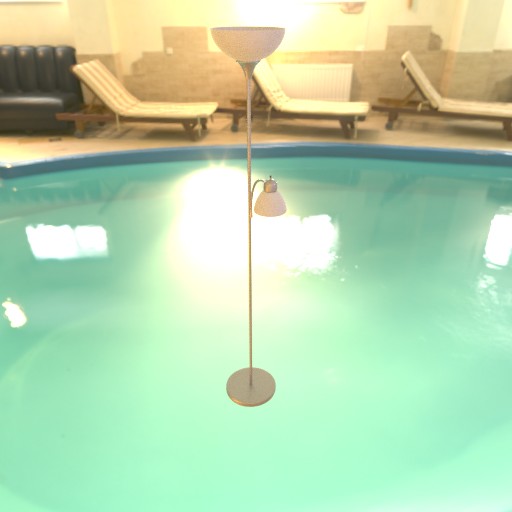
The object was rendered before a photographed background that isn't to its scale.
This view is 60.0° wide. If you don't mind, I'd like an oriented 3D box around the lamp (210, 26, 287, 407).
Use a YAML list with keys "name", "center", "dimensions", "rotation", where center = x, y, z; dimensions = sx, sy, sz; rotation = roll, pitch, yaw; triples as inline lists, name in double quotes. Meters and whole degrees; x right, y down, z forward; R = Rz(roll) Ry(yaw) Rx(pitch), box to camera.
- name: "lamp"
  center: [0.000, 0.000, 1.979]
  dimensions: [0.279, 1.804, 0.425]
  rotation: [-11, 32, -18]
